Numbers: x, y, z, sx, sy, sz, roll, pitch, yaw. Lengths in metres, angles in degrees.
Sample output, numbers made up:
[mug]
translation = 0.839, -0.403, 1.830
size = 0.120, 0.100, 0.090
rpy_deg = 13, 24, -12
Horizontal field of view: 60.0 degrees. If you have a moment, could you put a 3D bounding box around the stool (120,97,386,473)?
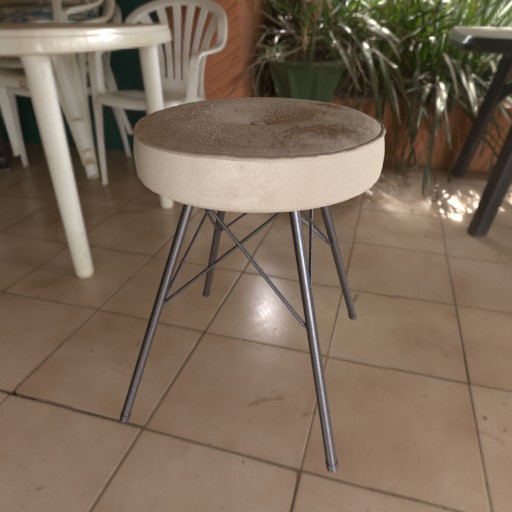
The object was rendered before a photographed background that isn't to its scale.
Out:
[stool]
translation = 0.000, 0.000, 0.858
size = 0.423, 0.538, 0.457
rpy_deg = 8, 30, 13
